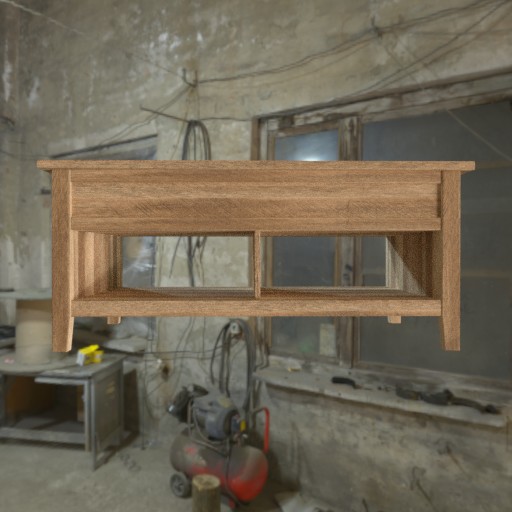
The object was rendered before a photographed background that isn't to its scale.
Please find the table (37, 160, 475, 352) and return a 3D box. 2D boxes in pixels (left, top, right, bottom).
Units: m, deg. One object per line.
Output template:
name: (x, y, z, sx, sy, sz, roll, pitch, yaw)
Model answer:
table: (0.000, 0.000, 1.354, 1.095, 0.480, 0.493, 0, 0, -1)
